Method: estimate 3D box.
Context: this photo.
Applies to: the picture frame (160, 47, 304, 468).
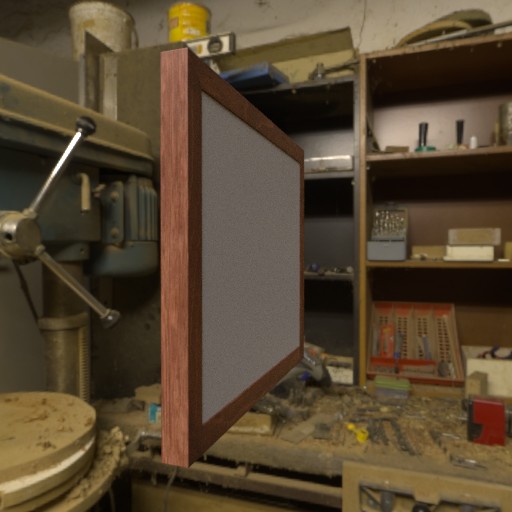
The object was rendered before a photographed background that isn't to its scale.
[{"bbox_3d":[0.000,0.000,0.531,0.025,0.330,0.381,0,1,20],"label":"picture frame"}]
